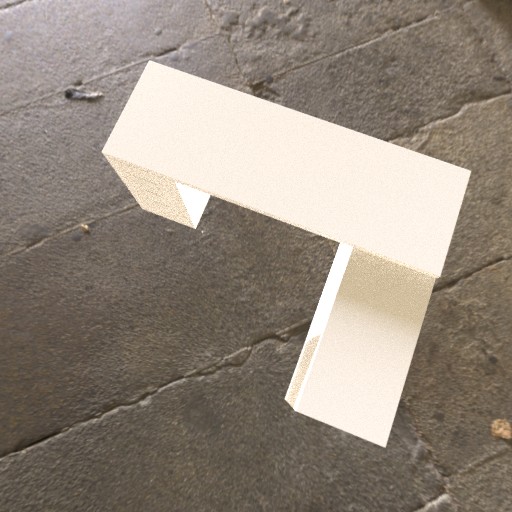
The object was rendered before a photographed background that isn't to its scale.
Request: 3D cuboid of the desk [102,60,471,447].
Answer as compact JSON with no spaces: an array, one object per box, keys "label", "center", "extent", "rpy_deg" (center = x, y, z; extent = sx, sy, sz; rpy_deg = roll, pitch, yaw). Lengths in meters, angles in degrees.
[{"label":"desk","center":[0.000,0.000,2.210],"extent":[1.524,0.759,1.199],"rpy_deg":[21,77,5]}]
